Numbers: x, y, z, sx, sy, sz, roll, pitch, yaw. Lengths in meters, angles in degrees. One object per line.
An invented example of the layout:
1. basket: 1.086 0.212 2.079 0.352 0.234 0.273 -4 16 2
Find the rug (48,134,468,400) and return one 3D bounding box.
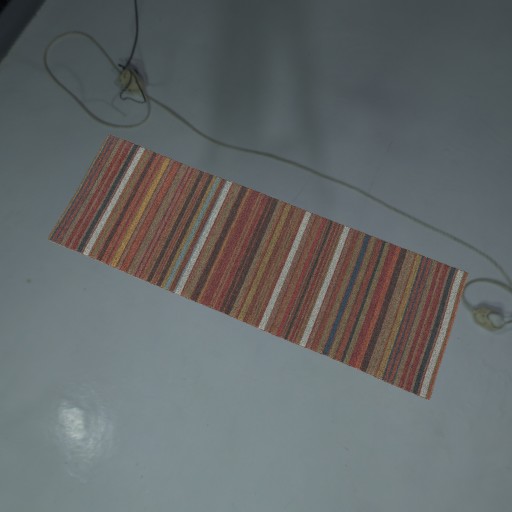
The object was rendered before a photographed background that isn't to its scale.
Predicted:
1. rug: 0.000 0.000 2.695 2.444 0.030 0.799 22 76 6
